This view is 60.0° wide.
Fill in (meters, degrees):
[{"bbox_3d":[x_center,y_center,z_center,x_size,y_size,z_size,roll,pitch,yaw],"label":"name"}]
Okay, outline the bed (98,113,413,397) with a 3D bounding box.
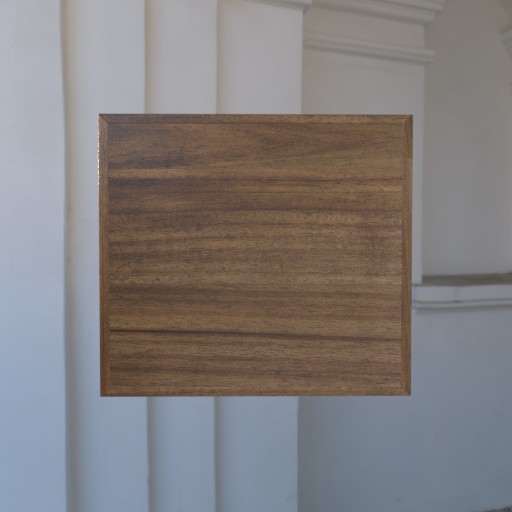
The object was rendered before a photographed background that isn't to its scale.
[{"bbox_3d":[0.000,0.000,1.496,1.041,0.940,0.043,0,1,-1],"label":"bed"}]
